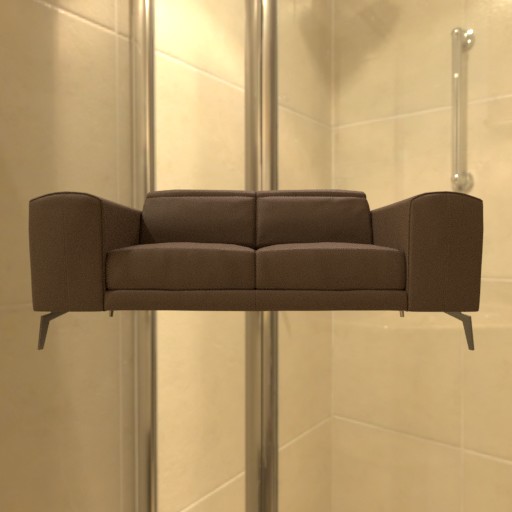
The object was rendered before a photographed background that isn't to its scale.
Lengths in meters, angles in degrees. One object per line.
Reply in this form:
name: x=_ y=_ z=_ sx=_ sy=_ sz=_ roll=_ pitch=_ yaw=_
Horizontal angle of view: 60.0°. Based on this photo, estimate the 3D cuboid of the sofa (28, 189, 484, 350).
sofa: x=0.000 y=0.000 z=2.299 sx=1.895 sy=0.779 sz=1.003 roll=0 pitch=1 yaw=0
